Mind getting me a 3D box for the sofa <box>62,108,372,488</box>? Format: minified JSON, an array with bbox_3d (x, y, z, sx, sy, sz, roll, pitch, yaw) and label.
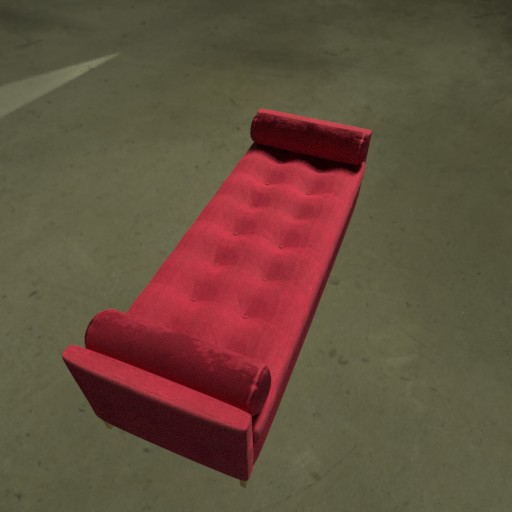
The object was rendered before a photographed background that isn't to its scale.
[{"bbox_3d":[0.000,0.000,2.461,0.796,0.705,2.102,16,48,15],"label":"sofa"}]
